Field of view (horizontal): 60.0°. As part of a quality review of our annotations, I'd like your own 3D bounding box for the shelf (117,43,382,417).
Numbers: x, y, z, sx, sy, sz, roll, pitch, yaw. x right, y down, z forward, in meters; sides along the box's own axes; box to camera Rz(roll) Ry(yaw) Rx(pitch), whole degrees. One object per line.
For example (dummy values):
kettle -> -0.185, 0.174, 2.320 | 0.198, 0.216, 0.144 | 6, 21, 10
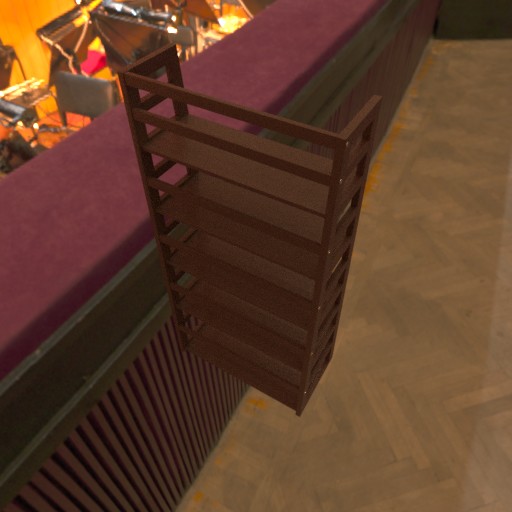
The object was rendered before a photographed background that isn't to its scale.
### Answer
shelf -> 0.000, 0.000, 1.928 | 0.763, 1.600, 0.403 | 23, 51, 21
